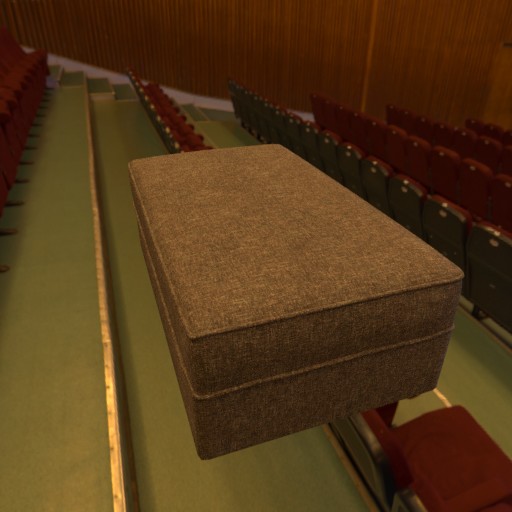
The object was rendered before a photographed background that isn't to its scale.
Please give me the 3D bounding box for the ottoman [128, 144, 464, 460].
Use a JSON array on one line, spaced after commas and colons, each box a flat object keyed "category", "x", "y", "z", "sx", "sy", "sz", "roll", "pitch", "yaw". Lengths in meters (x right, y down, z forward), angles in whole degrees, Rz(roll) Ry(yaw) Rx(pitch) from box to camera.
[{"category": "ottoman", "x": 0.000, "y": 0.000, "z": 1.532, "sx": 0.717, "sy": 0.487, "sz": 1.184, "roll": -10, "pitch": 32, "yaw": -17}]
